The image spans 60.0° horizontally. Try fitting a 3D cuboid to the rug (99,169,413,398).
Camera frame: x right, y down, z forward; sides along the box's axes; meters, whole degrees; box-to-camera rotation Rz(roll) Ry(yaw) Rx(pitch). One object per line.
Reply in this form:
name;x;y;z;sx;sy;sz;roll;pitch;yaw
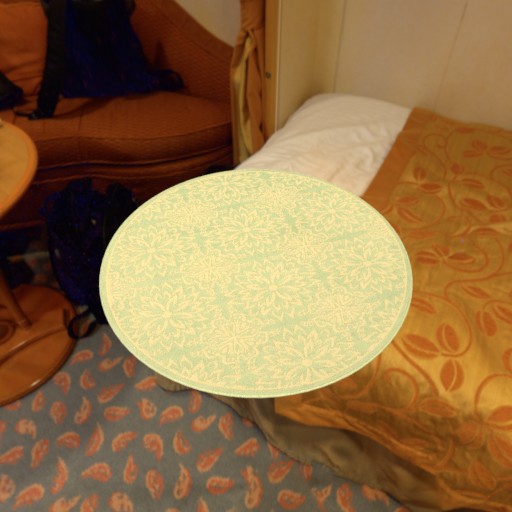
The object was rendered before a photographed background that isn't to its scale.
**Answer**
rug;0.000;0.000;2.320;1.593;0.012;1.593;0;45;0
